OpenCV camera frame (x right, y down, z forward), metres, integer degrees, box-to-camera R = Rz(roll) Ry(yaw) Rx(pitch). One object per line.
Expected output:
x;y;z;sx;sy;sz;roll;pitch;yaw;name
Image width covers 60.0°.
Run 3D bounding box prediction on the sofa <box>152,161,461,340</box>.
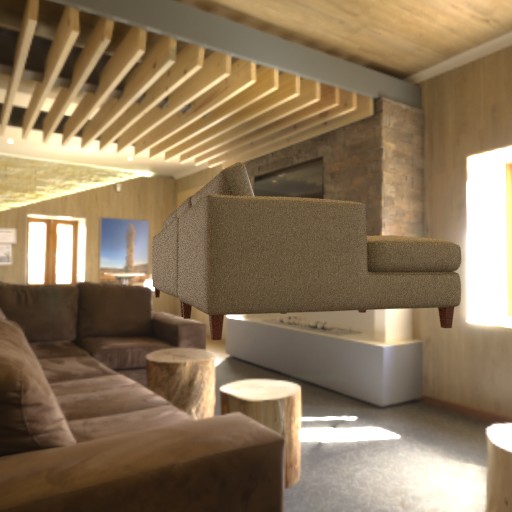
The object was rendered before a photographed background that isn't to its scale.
0.000;0.000;3.771;1.502;0.876;3.201;0;-2;-18;sofa
